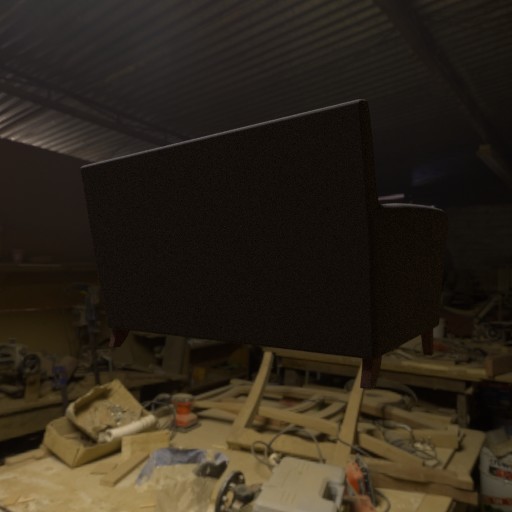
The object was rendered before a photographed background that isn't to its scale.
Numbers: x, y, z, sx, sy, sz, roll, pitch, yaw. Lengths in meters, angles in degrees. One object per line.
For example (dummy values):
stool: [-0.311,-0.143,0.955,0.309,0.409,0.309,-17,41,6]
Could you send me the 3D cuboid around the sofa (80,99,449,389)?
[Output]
sofa: [0.000,0.000,1.955,1.420,0.846,0.871,-1,-3,36]
